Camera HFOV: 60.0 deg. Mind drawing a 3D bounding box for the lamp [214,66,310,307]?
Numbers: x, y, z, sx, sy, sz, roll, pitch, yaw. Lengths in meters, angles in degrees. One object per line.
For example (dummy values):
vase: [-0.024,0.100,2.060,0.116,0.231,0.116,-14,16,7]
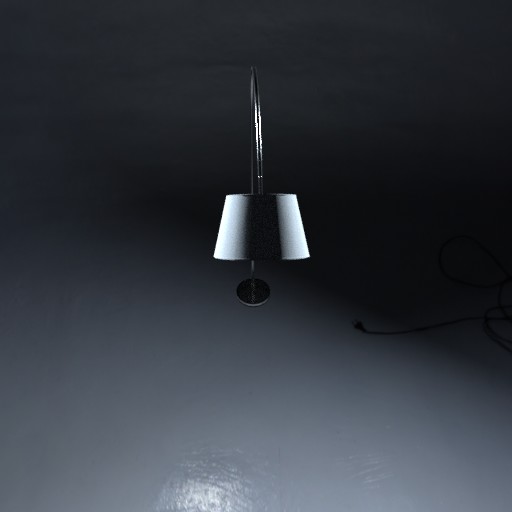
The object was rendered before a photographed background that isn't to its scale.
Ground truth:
lamp: [0.000,0.000,2.691,0.406,2.098,1.445,-2,45,-2]
